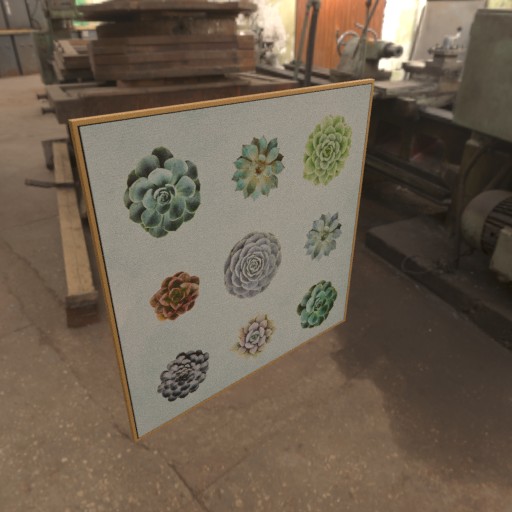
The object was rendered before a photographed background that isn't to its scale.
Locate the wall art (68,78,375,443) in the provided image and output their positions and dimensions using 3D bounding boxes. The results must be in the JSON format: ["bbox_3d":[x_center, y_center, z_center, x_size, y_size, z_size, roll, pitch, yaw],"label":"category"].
[{"bbox_3d":[0.000,0.000,0.948,0.657,0.655,0.014,-22,36,-33],"label":"wall art"}]
